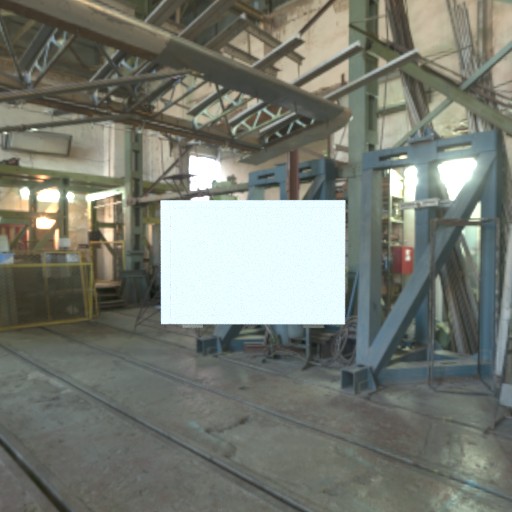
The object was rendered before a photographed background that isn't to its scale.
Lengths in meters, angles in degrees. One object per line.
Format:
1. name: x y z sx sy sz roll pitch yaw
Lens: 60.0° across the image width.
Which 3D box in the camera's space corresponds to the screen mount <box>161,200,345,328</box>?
1. screen mount: 0.000 0.000 1.849 0.420 0.320 1.680 0 1 0
